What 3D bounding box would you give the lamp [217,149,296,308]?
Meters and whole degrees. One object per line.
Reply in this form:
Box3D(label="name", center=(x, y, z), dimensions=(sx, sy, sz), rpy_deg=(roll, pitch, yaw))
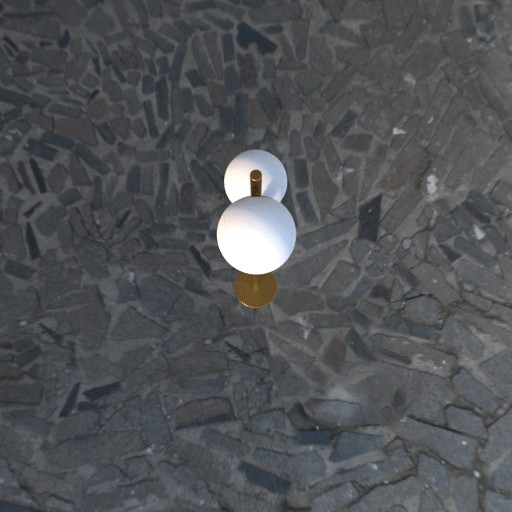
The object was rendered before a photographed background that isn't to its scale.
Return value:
Box3D(label="lamp", center=(0.000, 0.000, 1.798), dimensions=(0.249, 1.641, 0.419), rpy_deg=(-1, 77, 0))
